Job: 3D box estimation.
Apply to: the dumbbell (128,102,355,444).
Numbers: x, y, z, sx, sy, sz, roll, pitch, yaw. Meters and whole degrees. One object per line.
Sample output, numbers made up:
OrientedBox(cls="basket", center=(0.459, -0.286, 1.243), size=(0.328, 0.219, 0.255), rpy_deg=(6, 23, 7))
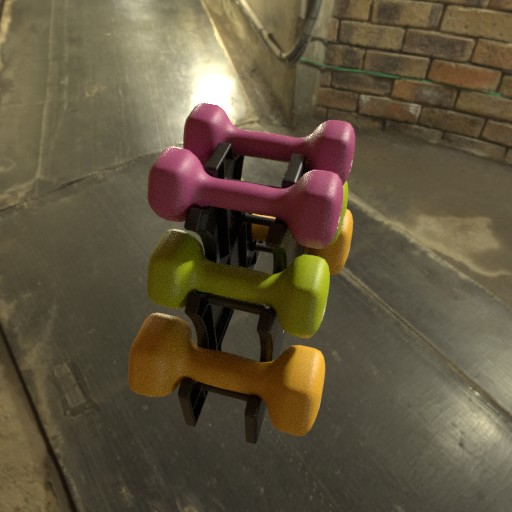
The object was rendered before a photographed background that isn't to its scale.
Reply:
OrientedBox(cls="dumbbell", center=(0.000, 0.000, 0.467), size=(0.190, 0.271, 0.300), rpy_deg=(12, 48, 11))
